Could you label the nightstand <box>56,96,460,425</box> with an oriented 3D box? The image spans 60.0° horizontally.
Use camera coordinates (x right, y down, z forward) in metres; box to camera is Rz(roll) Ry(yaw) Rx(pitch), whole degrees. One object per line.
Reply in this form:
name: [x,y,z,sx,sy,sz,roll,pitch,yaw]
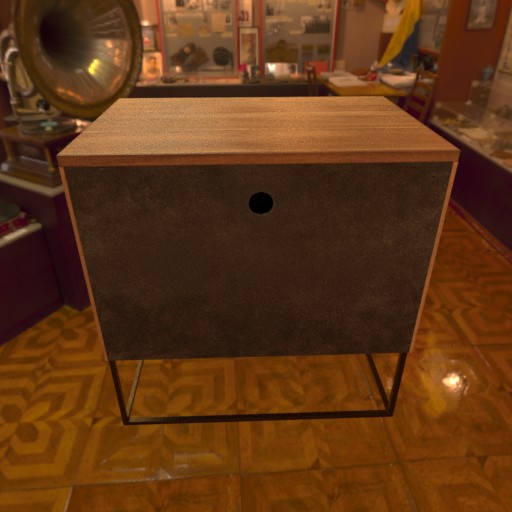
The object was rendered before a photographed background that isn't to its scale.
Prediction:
nightstand: [0.000,0.000,1.000,0.605,0.611,0.427,-1,31,-2]
